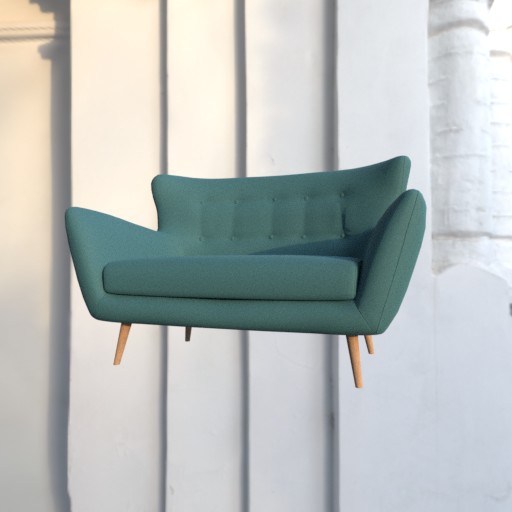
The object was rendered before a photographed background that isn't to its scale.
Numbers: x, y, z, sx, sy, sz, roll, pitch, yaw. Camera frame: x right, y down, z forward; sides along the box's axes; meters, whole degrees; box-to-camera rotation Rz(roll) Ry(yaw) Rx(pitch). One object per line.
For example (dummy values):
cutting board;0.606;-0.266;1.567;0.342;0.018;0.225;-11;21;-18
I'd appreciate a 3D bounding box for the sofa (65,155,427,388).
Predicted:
sofa;0.000;0.000;1.962;1.397;0.889;0.889;0;-1;20
